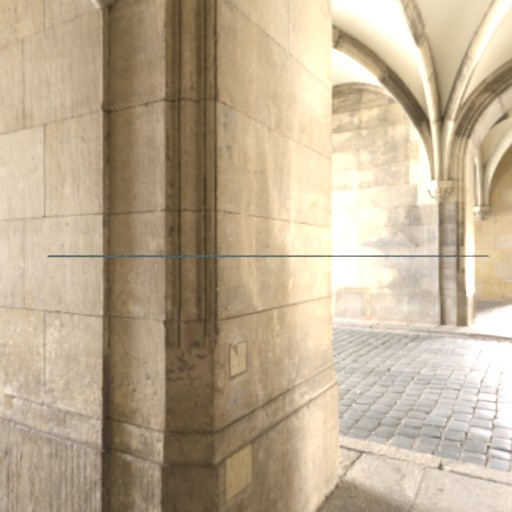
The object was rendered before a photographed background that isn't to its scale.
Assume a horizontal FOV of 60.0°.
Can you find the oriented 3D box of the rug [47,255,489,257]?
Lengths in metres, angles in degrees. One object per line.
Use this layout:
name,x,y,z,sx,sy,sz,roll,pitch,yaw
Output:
rug,0.000,0.000,3.002,2.373,0.009,1.622,0,0,-16
